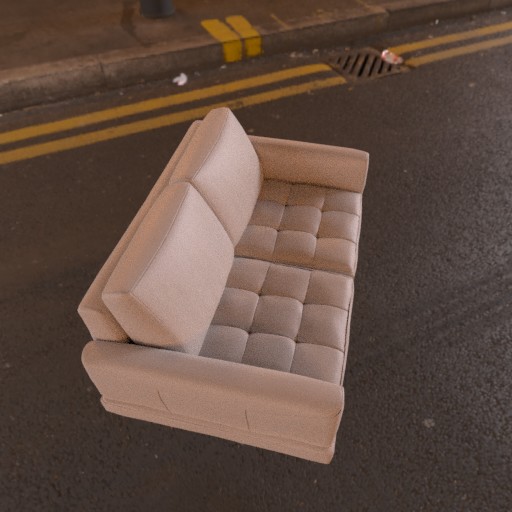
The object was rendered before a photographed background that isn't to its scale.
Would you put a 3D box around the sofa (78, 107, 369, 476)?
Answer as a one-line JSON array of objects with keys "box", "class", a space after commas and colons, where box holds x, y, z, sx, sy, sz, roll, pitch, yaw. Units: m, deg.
[{"box": [0.000, 0.000, 2.407, 1.121, 0.930, 1.819, 10, 48, 9], "class": "sofa"}]
